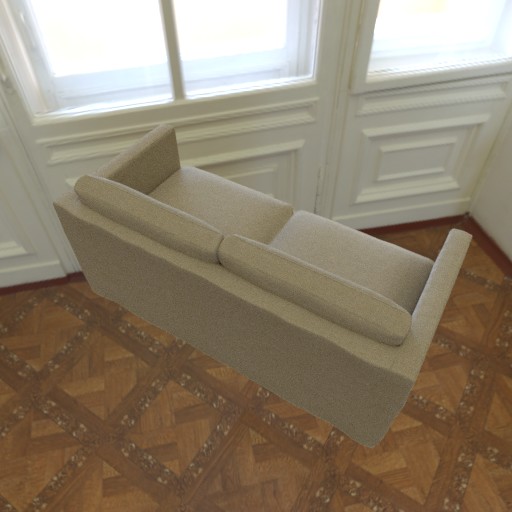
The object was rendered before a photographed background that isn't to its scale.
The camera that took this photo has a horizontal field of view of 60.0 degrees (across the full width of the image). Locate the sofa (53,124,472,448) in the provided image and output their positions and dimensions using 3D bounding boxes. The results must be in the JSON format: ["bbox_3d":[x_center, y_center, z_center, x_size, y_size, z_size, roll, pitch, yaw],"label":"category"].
[{"bbox_3d":[0.000,0.000,2.462,1.987,0.847,0.956,24,52,20],"label":"sofa"}]
